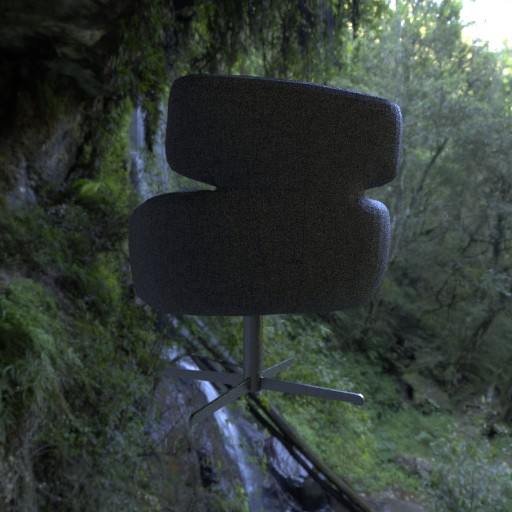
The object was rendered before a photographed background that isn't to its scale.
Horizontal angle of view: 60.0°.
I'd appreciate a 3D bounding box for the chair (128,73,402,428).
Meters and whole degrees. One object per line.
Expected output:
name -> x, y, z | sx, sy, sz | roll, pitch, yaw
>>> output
chair -> 0.000, 0.000, 1.320 | 0.706, 0.812, 0.715 | 0, 0, -19
